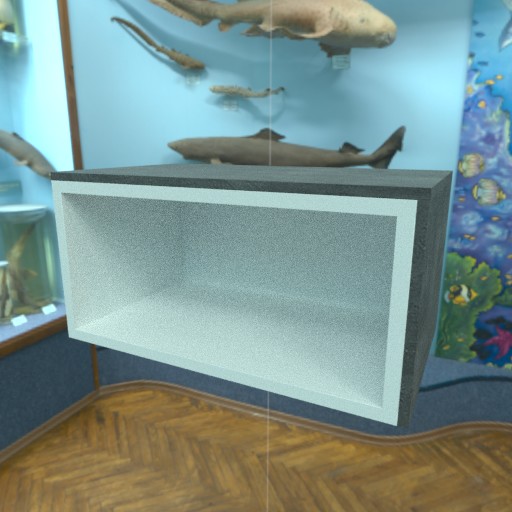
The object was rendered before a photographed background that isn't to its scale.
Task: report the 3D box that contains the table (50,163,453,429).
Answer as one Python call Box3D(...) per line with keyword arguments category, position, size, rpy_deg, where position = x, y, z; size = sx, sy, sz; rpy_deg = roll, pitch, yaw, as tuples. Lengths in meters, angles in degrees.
Box3D(category="table", position=(0.000, 0.000, 0.929), size=(0.700, 0.350, 0.400), rpy_deg=(7, 16, 26))
